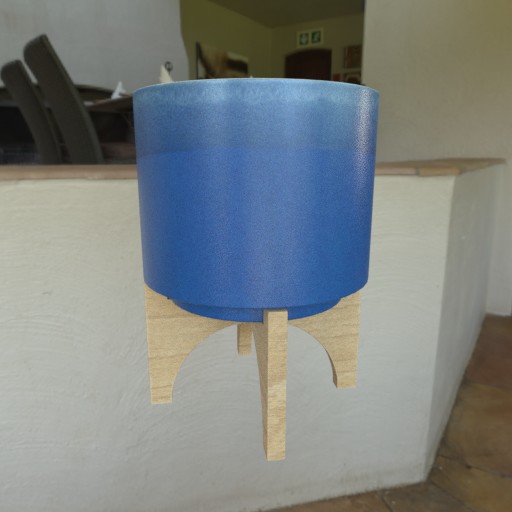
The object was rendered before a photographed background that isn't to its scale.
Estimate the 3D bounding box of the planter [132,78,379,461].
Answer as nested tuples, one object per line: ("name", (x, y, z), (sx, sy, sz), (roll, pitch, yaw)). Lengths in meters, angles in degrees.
("planter", (0.000, 0.000, 0.387), (0.192, 0.263, 0.192), (0, 13, 0))
